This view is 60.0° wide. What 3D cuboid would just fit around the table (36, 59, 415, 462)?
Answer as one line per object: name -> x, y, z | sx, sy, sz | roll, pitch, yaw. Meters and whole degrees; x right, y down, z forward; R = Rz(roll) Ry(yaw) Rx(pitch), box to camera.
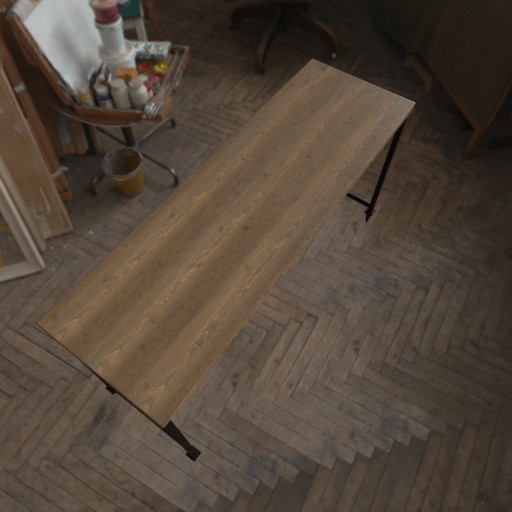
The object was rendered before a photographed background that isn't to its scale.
table -> 0.000, 0.000, 2.097 | 0.551, 0.902, 1.700 | 32, 64, 18
